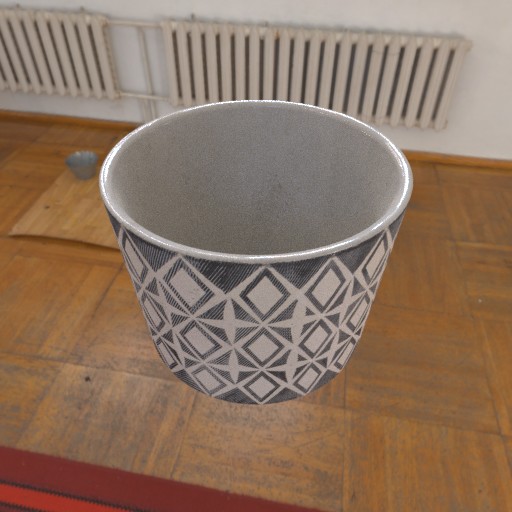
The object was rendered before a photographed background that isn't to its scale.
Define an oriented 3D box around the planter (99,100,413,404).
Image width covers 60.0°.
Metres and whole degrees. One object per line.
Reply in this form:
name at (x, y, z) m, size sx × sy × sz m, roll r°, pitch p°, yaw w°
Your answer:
planter at (0.000, 0.000, 0.451) m, size 0.260 × 0.220 × 0.260 m, roll 0°, pitch 41°, yaw 0°
